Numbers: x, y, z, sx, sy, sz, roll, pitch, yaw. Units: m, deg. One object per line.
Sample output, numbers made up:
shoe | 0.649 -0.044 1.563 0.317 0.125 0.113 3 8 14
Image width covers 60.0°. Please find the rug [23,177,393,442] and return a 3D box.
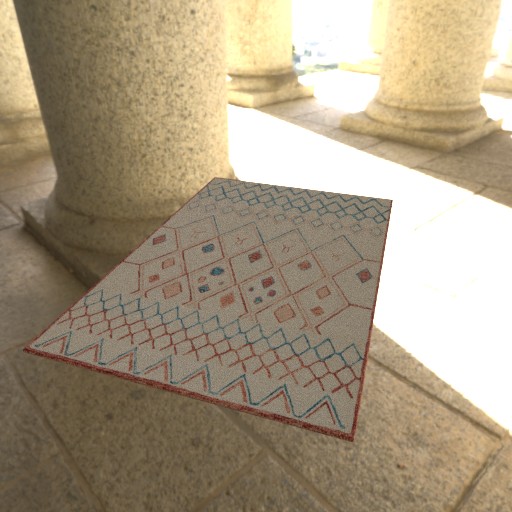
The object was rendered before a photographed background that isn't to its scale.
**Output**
rug | 0.000 0.000 2.219 1.219 0.016 1.829 10 33 16
